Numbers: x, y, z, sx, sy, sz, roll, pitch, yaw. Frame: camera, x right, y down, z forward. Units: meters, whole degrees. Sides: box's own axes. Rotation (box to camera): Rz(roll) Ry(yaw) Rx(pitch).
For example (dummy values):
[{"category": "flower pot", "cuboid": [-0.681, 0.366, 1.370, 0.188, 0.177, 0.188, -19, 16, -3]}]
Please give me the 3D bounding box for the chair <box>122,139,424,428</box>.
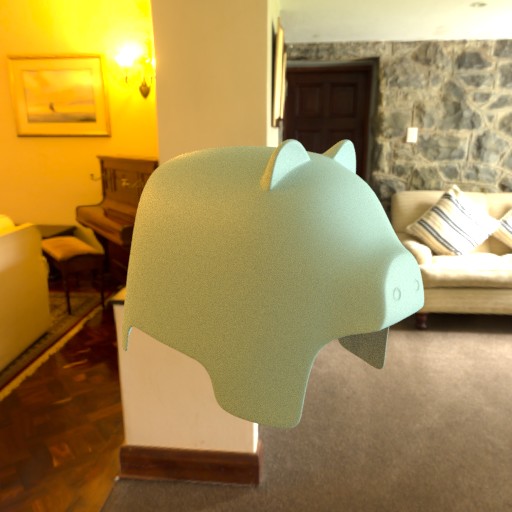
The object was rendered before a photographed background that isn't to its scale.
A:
[{"category": "chair", "cuboid": [0.000, 0.000, 0.835, 0.364, 0.423, 0.619, -14, 20, -43]}]
